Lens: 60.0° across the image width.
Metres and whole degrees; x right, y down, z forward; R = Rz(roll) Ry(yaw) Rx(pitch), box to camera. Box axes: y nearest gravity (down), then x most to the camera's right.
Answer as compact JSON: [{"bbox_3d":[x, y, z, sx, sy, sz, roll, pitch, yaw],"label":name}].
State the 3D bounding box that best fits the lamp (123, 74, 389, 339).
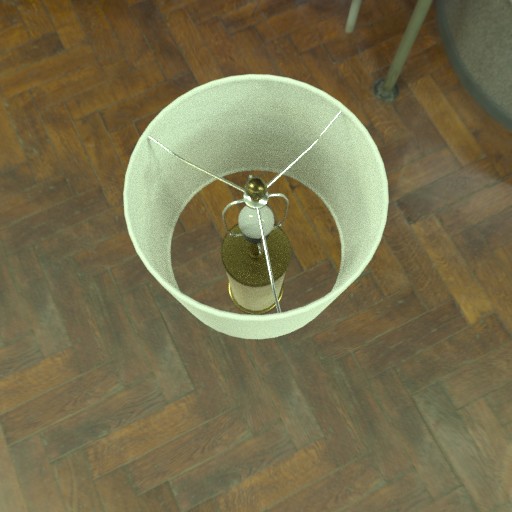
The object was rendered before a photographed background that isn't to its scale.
[{"bbox_3d":[0.000,0.000,0.804,0.305,0.634,0.305,-11,75,-3],"label":"lamp"}]
